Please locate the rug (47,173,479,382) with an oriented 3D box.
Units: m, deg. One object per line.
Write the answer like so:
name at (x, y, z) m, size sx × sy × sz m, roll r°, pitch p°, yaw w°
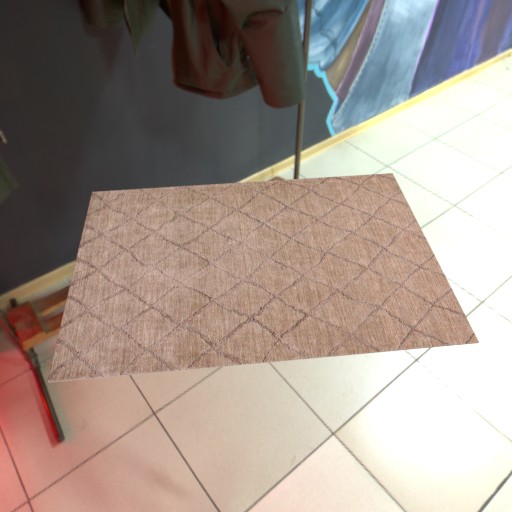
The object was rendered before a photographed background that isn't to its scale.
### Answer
rug at (0.000, 0.000, 2.840) m, size 2.280 × 0.015 × 1.521 m, roll -4°, pitch 47°, yaw -4°
